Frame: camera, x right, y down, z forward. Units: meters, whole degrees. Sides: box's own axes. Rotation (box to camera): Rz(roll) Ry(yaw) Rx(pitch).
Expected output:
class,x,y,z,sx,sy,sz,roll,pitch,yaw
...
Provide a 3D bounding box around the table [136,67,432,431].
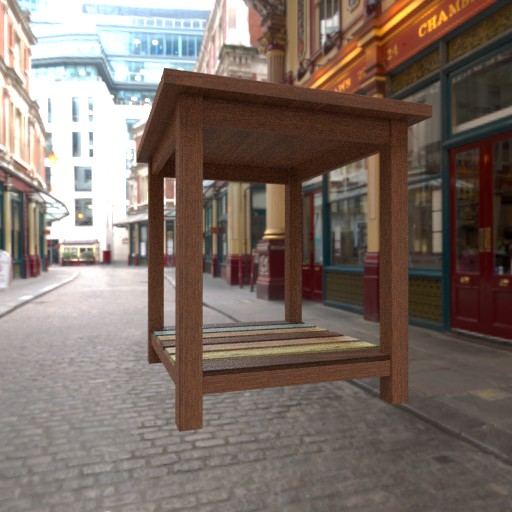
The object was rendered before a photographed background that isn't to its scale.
class,x,y,z,sx,sy,sz,roll,pitch,yaw
table,0.000,0.000,1.154,0.559,0.635,0.660,0,0,-19
